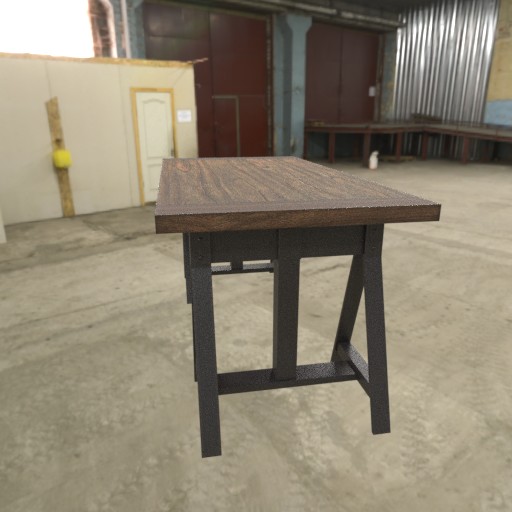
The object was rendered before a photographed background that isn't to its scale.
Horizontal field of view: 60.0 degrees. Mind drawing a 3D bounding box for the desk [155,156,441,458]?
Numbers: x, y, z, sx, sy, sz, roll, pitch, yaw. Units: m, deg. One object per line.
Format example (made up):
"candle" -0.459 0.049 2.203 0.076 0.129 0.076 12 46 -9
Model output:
"desk" 0.000 0.000 1.962 0.784 0.725 1.543 -3 18 -10
